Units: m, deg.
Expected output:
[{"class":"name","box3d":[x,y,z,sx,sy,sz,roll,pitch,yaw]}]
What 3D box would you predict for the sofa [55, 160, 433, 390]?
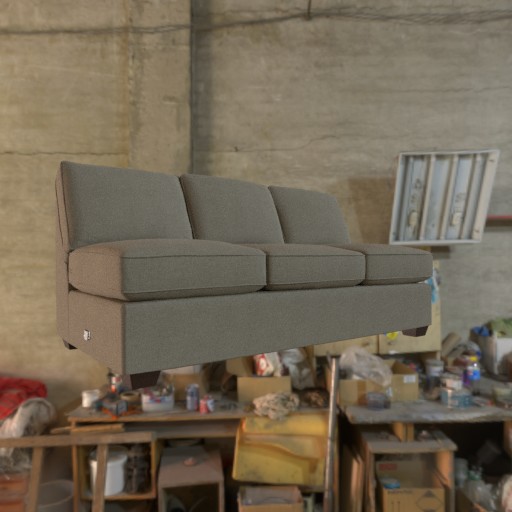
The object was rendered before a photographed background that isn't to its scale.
[{"class":"sofa","box3d":[0.000,0.000,2.688,2.092,1.036,1.127,0,0,-36]}]
